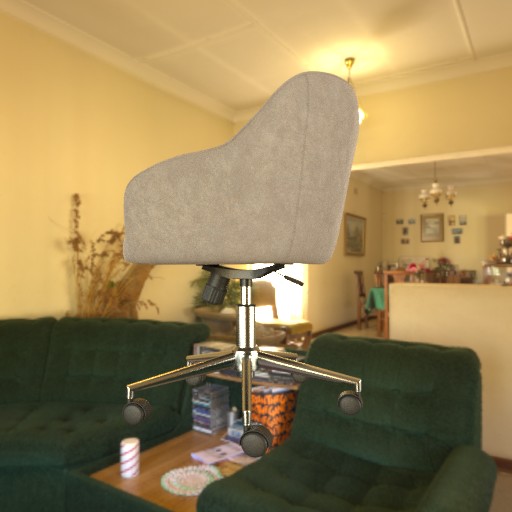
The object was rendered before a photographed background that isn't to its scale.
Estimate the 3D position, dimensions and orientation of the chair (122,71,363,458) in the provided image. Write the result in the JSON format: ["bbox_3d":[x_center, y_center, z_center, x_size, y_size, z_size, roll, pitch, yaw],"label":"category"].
[{"bbox_3d":[0.000,0.000,1.230,0.573,0.831,0.635,0,-1,16],"label":"chair"}]
